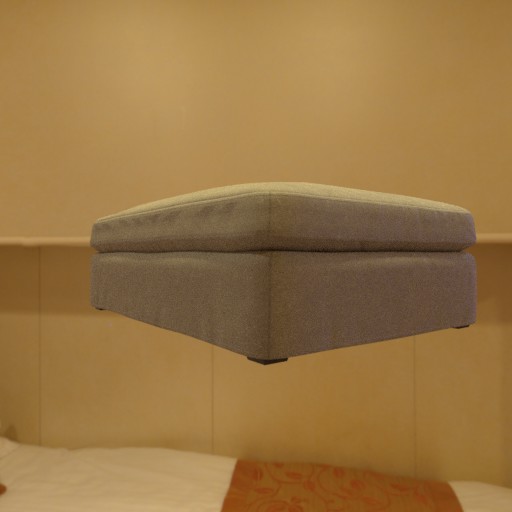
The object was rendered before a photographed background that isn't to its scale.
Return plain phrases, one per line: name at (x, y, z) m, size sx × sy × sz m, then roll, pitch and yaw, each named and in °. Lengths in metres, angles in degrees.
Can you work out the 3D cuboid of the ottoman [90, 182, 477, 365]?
ottoman at (0.000, 0.000, 1.562) m, size 0.840 × 0.429 × 1.199 m, roll 0°, pitch 0°, yaw -36°
